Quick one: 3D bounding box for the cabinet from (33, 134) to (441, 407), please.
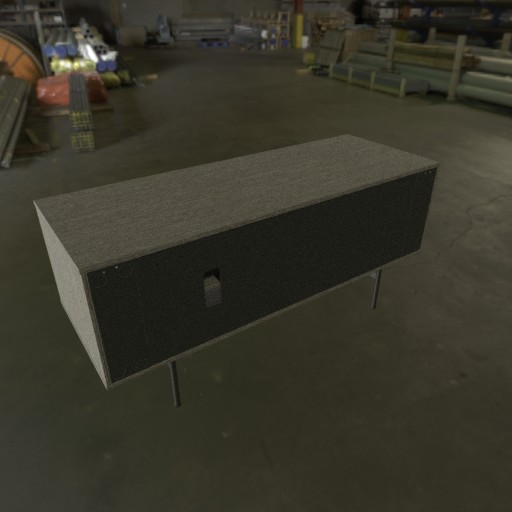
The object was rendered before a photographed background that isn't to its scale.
[{"bbox_3d":[0.000,0.000,1.629,1.300,0.599,0.500,-19,35,-29],"label":"cabinet"}]
